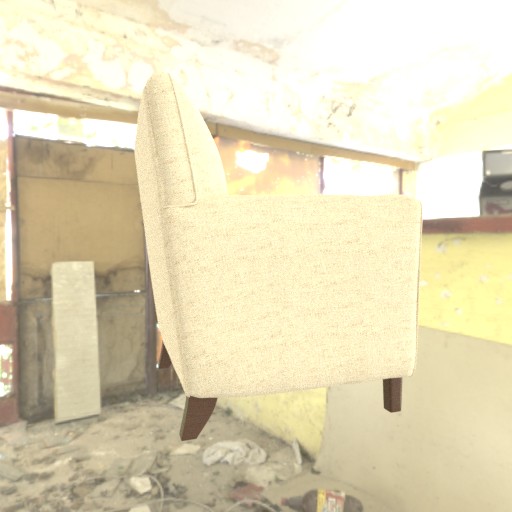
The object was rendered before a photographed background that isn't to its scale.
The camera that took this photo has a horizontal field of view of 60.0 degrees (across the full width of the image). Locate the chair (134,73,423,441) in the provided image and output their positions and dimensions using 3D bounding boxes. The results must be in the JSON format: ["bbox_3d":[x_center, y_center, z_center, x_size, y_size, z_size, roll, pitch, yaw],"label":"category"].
[{"bbox_3d":[0.000,0.000,1.594,0.823,0.943,0.870,-1,2,-17],"label":"chair"}]
